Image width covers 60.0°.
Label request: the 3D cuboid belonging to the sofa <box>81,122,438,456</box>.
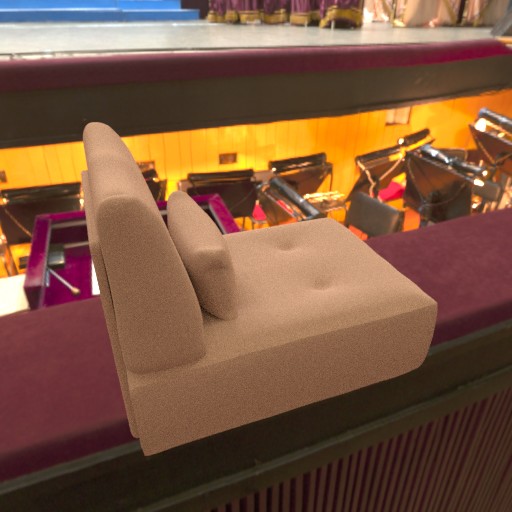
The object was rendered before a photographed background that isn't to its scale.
[{"bbox_3d":[0.000,0.000,1.496,1.000,0.820,0.700,-11,32,-18],"label":"sofa"}]
